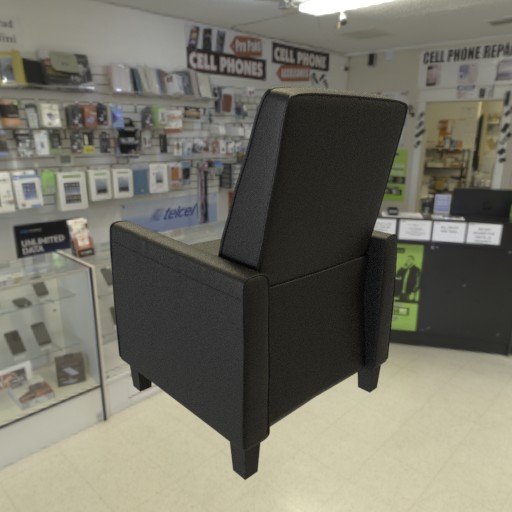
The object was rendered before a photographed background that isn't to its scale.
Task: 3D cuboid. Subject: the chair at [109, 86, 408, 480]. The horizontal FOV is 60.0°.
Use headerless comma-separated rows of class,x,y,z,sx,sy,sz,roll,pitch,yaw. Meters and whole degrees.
chair,0.000,0.000,1.490,0.705,1.013,0.746,-14,21,-41
